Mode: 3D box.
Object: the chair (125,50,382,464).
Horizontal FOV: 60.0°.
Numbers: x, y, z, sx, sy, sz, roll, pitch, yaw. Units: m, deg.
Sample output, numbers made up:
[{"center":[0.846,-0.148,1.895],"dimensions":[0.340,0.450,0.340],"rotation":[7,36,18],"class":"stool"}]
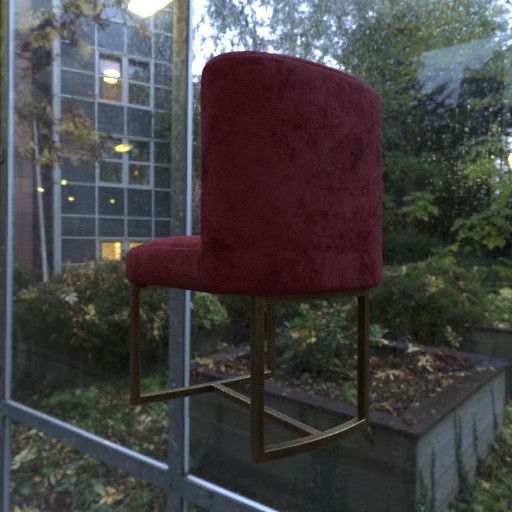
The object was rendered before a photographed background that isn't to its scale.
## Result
[{"center":[0.000,0.000,1.163],"dimensions":[0.530,0.824,0.560],"rotation":[0,0,-35],"class":"chair"}]
